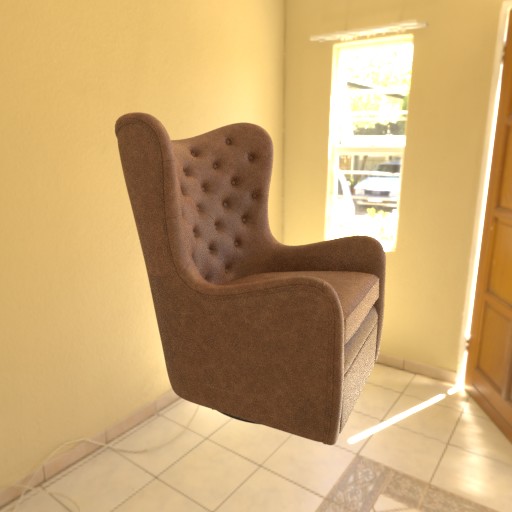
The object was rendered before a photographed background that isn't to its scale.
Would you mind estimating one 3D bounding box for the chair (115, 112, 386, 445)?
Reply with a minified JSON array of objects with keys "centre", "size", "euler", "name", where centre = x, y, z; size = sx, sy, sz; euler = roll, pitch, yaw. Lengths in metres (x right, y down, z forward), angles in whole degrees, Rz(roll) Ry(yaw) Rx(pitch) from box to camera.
[{"centre":[0.000,0.000,1.796],"size":[0.930,1.079,0.831],"euler":[7,16,25],"name":"chair"}]
